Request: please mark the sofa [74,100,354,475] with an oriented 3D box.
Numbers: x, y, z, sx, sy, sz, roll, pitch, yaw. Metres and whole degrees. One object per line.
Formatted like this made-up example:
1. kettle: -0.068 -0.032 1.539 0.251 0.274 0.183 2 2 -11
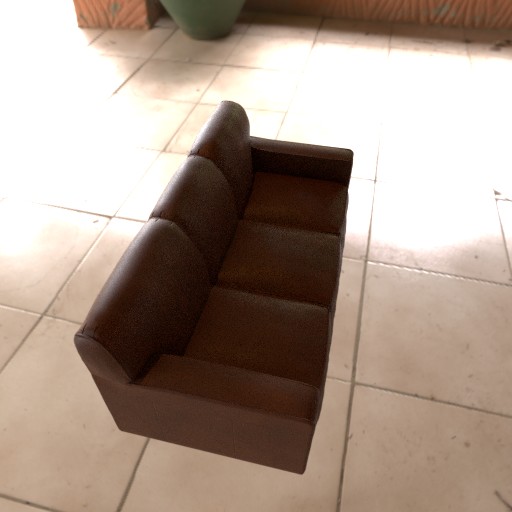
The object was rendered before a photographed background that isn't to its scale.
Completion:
1. sofa: 0.000 0.000 2.576 1.008 0.953 2.039 9 46 9
